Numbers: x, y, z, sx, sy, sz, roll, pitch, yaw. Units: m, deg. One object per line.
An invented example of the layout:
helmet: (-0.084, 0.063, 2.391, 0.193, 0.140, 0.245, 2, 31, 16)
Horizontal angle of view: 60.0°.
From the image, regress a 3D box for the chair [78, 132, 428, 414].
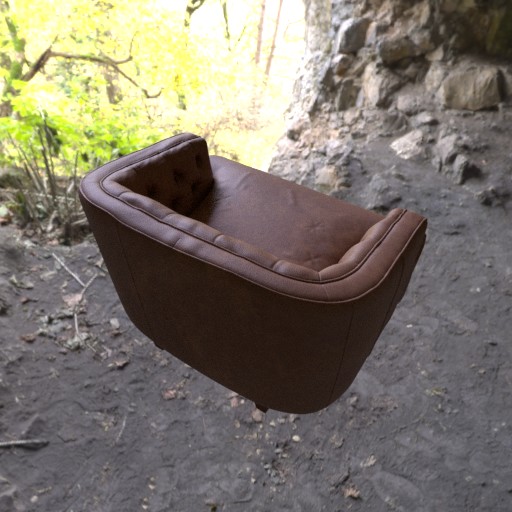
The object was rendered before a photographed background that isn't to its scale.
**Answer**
chair: (0.000, 0.000, 1.779, 1.119, 0.836, 0.911, 25, 50, 23)
